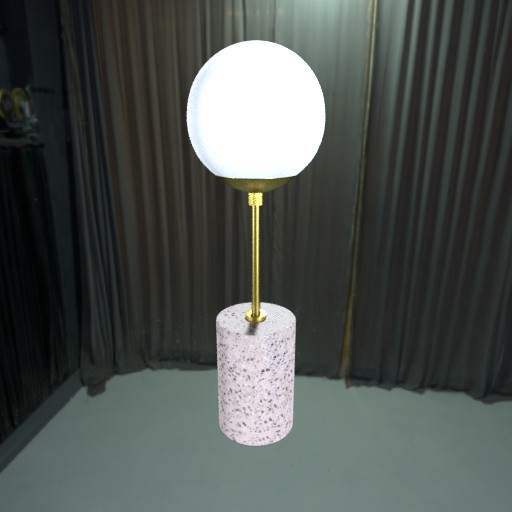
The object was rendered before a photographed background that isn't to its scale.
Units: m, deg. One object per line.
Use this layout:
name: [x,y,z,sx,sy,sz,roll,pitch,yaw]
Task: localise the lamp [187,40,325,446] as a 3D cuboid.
lamp: [0.000,0.000,0.545,0.153,0.480,0.153,0,17,0]
